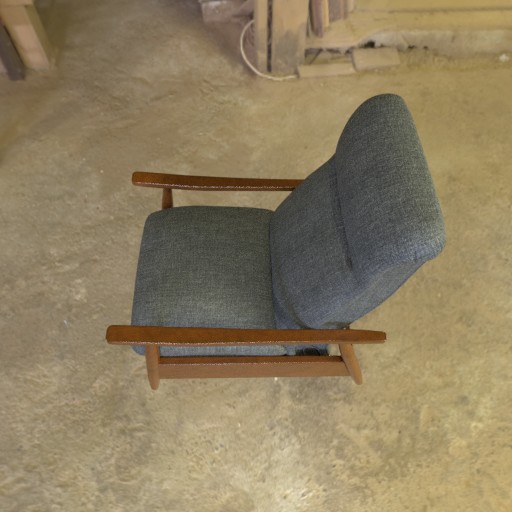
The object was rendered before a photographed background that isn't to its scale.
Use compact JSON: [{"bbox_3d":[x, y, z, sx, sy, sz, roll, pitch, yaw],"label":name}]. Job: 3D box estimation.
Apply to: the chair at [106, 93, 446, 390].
[{"bbox_3d":[0.000,0.000,1.757,1.030,1.082,0.762,-1,58,-1],"label":"chair"}]
